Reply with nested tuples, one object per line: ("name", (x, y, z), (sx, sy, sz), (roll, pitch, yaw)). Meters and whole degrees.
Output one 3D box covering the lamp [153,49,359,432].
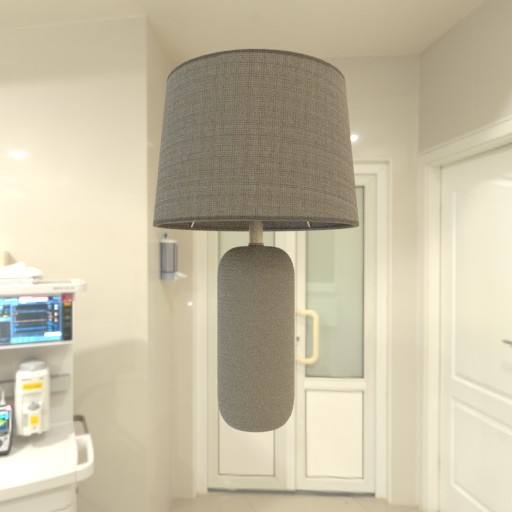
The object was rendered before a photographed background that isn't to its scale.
("lamp", (0.000, 0.000, 0.810), (0.367, 0.609, 0.367), (0, 1, 0))
